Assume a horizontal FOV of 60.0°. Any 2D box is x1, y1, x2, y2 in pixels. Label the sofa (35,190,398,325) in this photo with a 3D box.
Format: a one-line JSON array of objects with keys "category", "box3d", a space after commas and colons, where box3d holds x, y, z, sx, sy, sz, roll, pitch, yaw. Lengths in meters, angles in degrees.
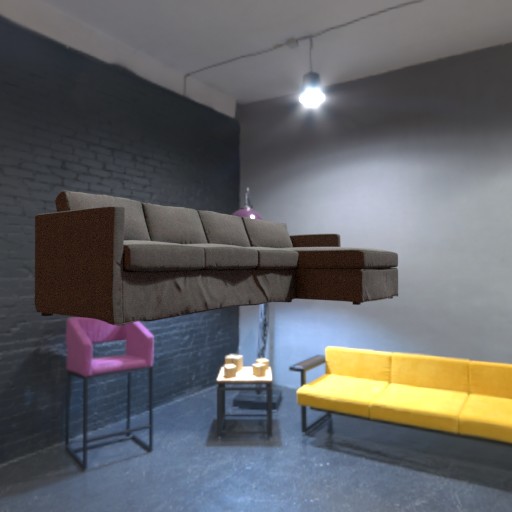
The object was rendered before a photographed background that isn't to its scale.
[{"category": "sofa", "box3d": [0.000, 0.000, 3.996, 1.650, 0.922, 3.205, -1, -1, 36]}]
